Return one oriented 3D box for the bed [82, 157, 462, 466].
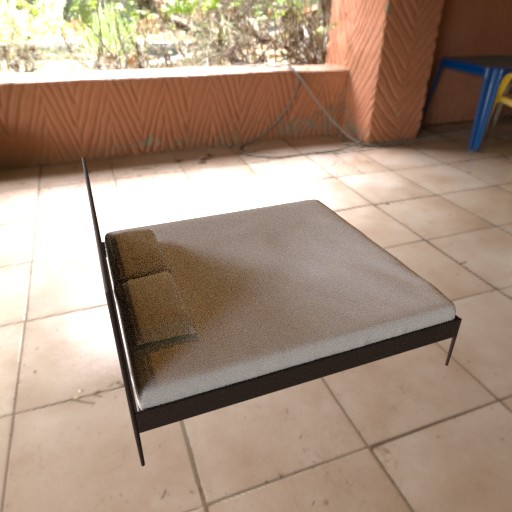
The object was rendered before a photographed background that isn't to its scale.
[{"bbox_3d":[0.000,0.000,3.301,2.151,1.173,1.993,-11,32,-18],"label":"bed"}]
